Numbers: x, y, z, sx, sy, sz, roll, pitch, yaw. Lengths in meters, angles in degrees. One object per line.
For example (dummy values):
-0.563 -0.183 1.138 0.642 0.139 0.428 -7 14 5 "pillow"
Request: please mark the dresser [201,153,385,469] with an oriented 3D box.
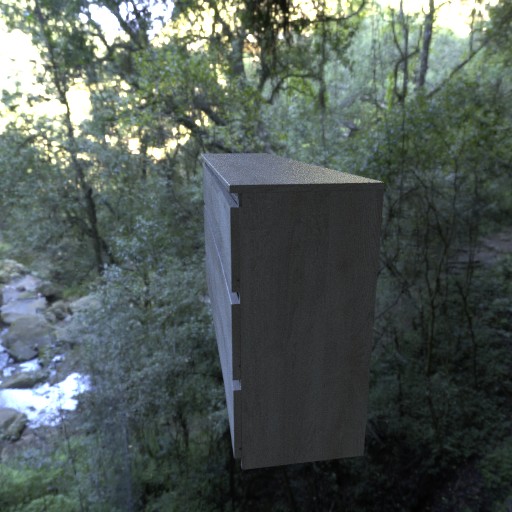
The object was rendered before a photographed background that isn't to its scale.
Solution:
0.000 0.000 1.918 0.390 0.795 1.590 -3 16 -9 "dresser"
